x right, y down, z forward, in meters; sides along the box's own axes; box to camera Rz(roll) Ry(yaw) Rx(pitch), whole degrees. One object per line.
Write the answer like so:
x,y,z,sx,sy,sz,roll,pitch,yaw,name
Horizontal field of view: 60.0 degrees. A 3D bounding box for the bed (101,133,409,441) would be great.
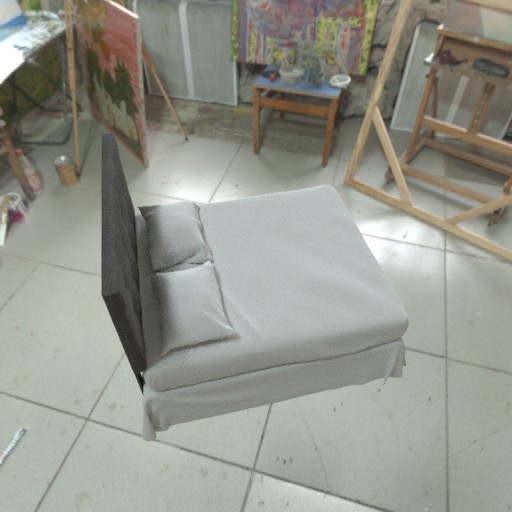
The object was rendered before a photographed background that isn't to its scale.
0.000,0.000,3.587,2.222,1.577,1.936,-10,48,-9,bed
